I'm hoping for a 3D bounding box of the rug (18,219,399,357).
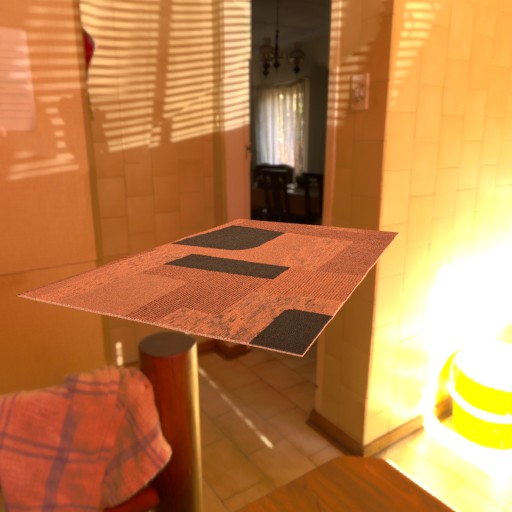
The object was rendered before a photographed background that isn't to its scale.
[{"bbox_3d":[0.000,0.000,2.983,1.521,0.015,2.436,7,16,24],"label":"rug"}]
